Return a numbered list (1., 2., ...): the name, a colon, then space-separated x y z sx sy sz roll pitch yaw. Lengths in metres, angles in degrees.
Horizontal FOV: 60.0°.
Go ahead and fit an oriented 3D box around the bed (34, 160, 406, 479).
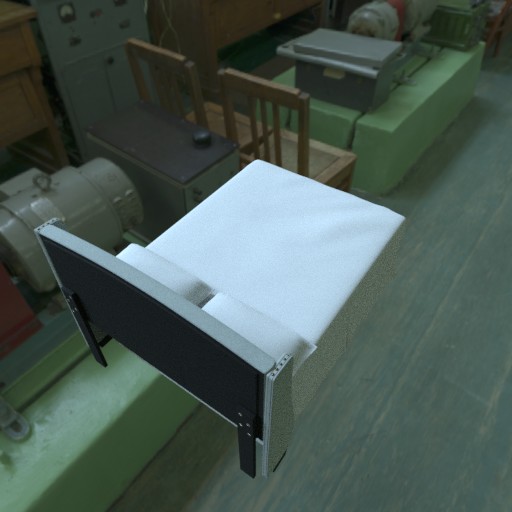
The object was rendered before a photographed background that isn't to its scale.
1. bed: 0.000 0.000 3.346 1.710 1.407 2.237 27 51 24
